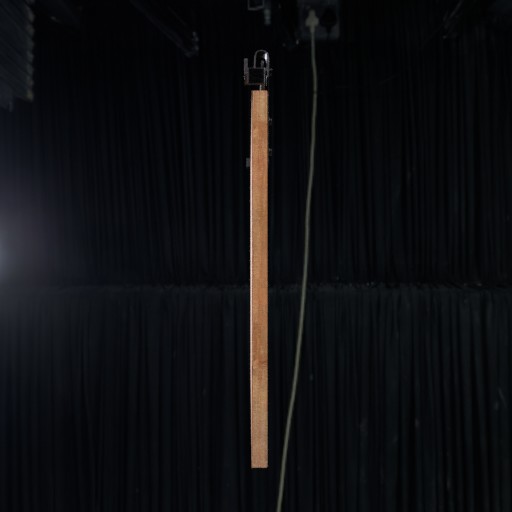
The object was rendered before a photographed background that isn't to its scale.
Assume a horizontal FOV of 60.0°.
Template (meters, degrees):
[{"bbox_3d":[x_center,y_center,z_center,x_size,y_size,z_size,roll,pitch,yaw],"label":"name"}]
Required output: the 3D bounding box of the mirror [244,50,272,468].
[{"bbox_3d":[0.000,0.000,1.177,0.054,0.800,0.805,0,-1,-1],"label":"mirror"}]
